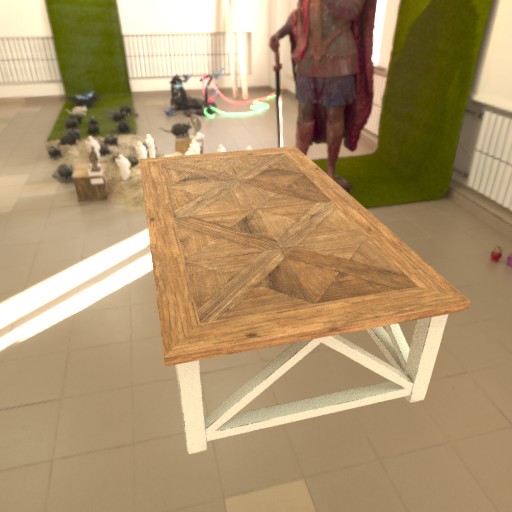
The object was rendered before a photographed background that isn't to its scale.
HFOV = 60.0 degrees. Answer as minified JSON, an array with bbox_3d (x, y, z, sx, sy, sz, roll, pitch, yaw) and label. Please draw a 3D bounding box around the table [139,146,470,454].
[{"bbox_3d":[0.000,0.000,1.765,0.800,0.410,1.400,-8,32,-13],"label":"table"}]
